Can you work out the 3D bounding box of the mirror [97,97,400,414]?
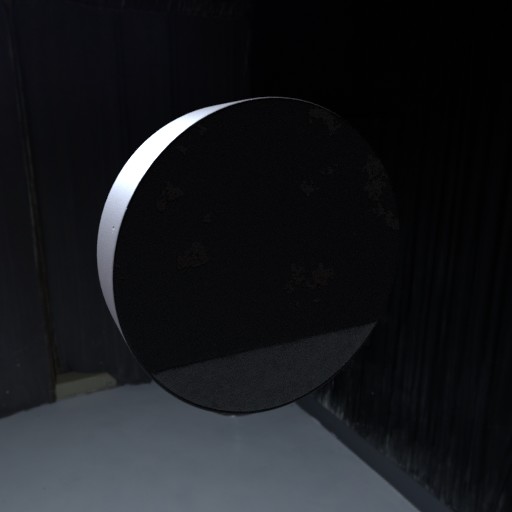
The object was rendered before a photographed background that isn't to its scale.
[{"bbox_3d":[0.000,0.000,0.583,0.386,0.386,0.126,-7,16,-26],"label":"mirror"}]
